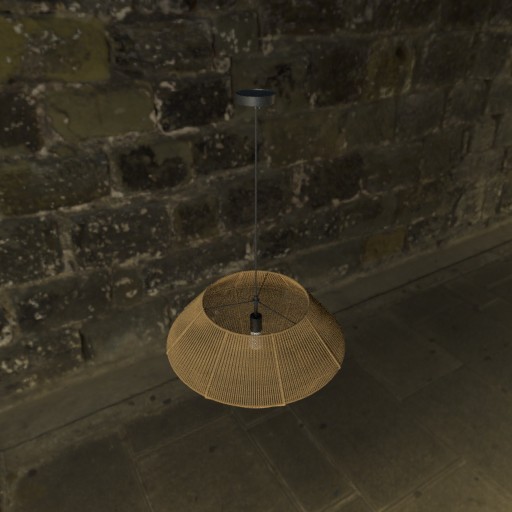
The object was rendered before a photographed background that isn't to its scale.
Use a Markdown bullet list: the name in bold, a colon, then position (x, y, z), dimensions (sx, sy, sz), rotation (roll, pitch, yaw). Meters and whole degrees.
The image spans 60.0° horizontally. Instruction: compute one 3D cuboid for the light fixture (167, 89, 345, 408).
- **light fixture**: position (0.000, 0.000, 1.433), dimensions (0.643, 1.009, 0.643), rotation (0, 31, 0)
